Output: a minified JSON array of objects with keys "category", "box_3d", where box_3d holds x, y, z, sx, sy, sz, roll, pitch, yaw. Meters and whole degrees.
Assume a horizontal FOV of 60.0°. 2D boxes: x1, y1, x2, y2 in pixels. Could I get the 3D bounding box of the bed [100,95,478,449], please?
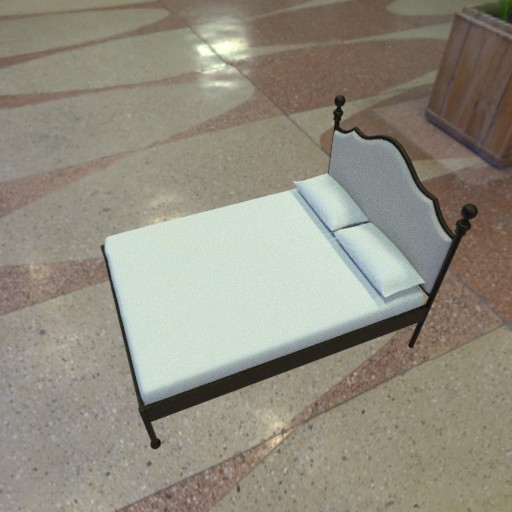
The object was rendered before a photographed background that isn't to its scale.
[{"category":"bed","box_3d":[0.000,0.000,3.373,2.224,1.499,1.642,-16,47,-15]}]
